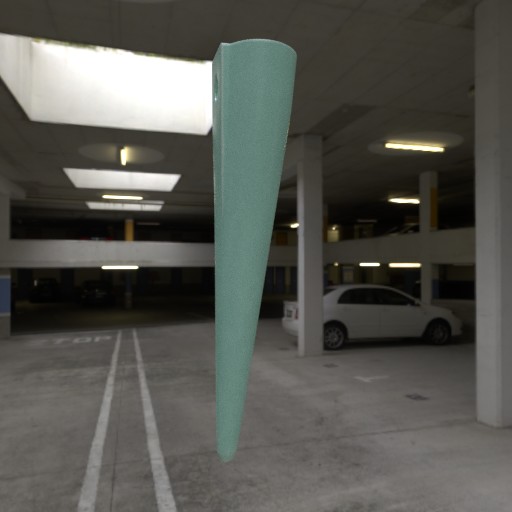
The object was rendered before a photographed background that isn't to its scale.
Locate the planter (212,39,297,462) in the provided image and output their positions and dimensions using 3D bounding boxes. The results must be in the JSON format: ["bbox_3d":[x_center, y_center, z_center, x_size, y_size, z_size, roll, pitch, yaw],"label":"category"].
[{"bbox_3d":[0.000,0.000,0.297,0.055,0.268,0.054,0,-1,-16],"label":"planter"}]
